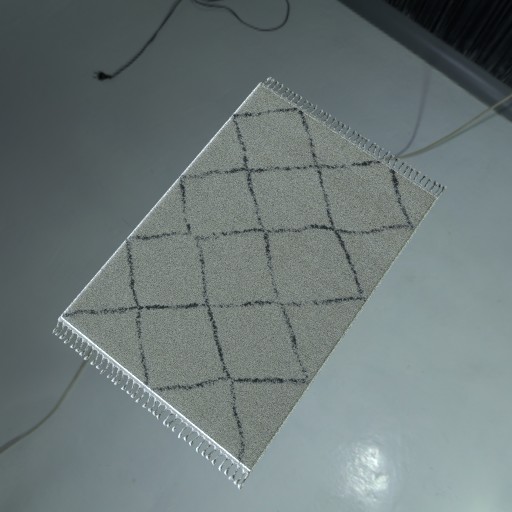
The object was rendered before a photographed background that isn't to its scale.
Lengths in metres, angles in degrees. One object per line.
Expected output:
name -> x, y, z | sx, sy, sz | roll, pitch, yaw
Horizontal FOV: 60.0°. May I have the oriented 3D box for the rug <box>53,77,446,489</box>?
rug -> 0.000, 0.000, 2.861 | 1.494, 0.031, 2.307 | 36, 78, 9
